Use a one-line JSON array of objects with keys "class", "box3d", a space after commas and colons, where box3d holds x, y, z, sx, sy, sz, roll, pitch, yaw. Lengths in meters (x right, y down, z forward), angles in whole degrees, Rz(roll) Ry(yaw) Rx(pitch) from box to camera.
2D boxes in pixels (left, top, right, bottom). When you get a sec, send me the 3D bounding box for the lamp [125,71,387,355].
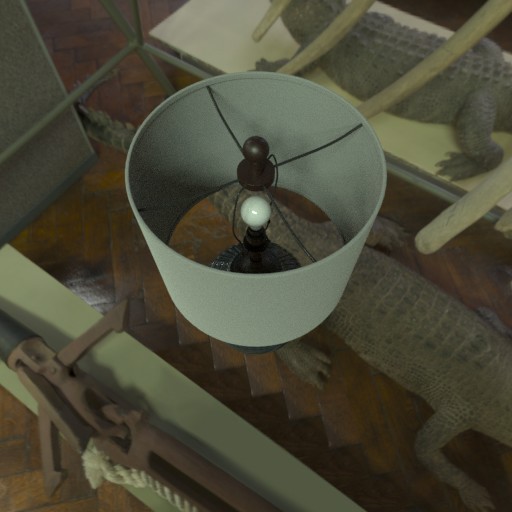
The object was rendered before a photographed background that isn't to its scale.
[{"class": "lamp", "box3d": [0.000, 0.000, 0.761, 0.318, 0.567, 0.318, 0, 62, 0]}]
